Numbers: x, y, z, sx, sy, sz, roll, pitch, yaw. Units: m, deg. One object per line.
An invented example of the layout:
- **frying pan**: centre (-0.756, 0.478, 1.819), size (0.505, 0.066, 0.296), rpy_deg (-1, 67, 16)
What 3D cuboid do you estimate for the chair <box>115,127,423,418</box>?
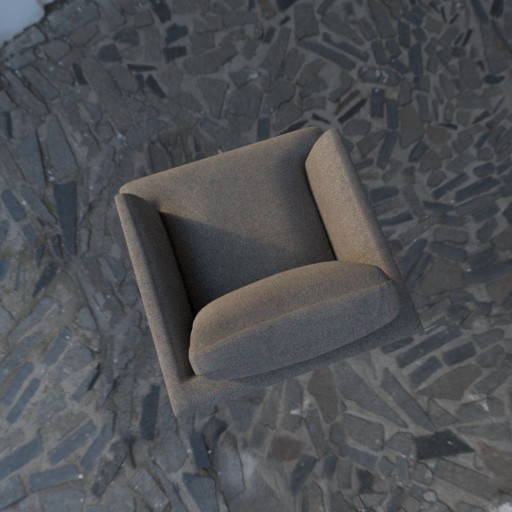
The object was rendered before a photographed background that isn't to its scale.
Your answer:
- **chair**: centre (0.000, 0.000, 1.657), size (0.858, 0.957, 0.899), rpy_deg (-18, 76, -5)
